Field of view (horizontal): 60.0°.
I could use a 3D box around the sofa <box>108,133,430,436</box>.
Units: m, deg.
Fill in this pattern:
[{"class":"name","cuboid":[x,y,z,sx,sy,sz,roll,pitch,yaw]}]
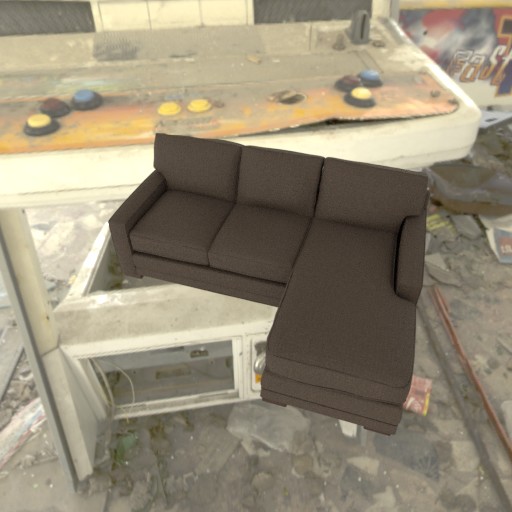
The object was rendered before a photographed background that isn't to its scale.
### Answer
[{"class":"sofa","cuboid":[0.000,0.000,3.314,2.370,0.973,1.790,12,43,13]}]
